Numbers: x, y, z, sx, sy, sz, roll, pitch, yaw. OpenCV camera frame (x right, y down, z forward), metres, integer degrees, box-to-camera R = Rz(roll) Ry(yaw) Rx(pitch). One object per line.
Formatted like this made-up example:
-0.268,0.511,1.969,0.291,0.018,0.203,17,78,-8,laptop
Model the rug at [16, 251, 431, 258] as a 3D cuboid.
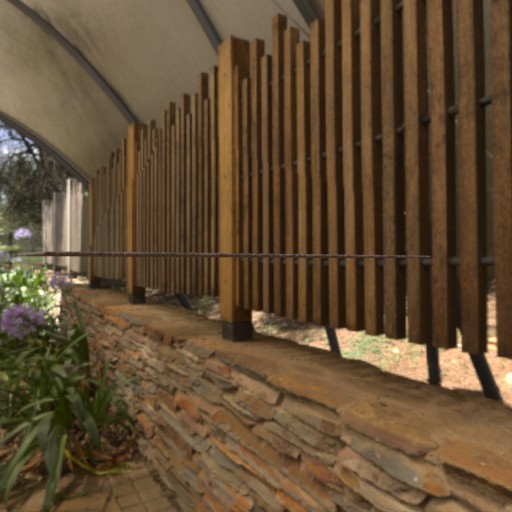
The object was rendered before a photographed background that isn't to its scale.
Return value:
0.000,0.000,2.483,2.296,0.011,0.691,0,-1,-35,rug
